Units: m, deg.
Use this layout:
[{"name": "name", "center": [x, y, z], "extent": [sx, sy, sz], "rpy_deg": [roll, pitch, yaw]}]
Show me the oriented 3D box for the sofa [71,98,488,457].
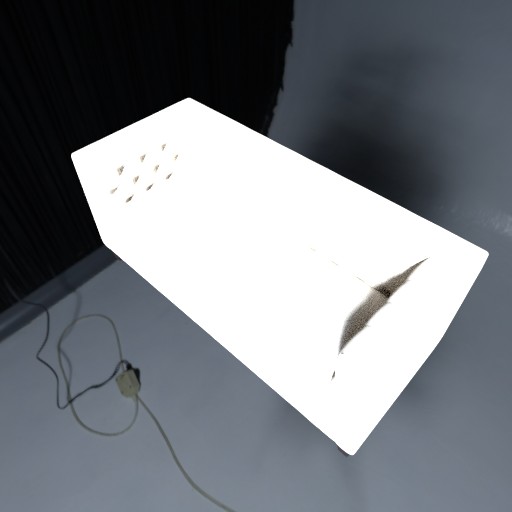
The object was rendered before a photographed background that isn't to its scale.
[{"name": "sofa", "center": [0.000, 0.000, 2.217], "extent": [1.778, 0.762, 0.775], "rpy_deg": [35, 56, 27]}]
